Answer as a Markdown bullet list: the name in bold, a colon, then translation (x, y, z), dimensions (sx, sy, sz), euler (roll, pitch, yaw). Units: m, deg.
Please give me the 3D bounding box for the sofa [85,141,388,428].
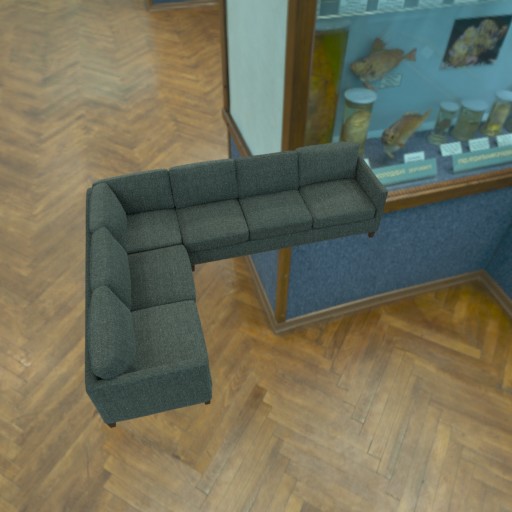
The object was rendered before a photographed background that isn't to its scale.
- **sofa**: translation (0.000, 0.000, 4.586), dimensions (3.302, 0.947, 2.593), euler (-11, 47, -10)
